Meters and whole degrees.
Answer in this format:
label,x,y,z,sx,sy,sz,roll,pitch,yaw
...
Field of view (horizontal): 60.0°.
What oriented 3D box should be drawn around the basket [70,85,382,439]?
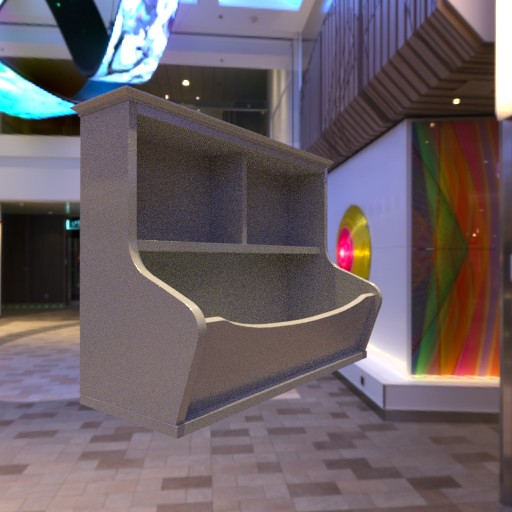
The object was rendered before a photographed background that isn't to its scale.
label,x,y,z,sx,sy,sz,roll,pitch,yaw
basket,0.000,0.000,1.097,0.350,0.600,0.780,0,0,38
